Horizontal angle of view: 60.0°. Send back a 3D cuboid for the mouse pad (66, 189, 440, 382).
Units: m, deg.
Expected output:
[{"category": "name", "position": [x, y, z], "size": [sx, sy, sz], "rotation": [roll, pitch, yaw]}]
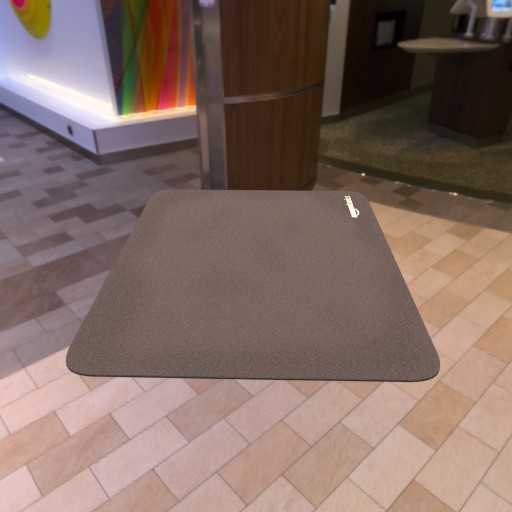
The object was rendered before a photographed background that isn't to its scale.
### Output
[{"category": "mouse pad", "position": [0.000, 0.000, 0.434], "size": [0.269, 0.002, 0.315], "rotation": [1, 32, 1]}]
